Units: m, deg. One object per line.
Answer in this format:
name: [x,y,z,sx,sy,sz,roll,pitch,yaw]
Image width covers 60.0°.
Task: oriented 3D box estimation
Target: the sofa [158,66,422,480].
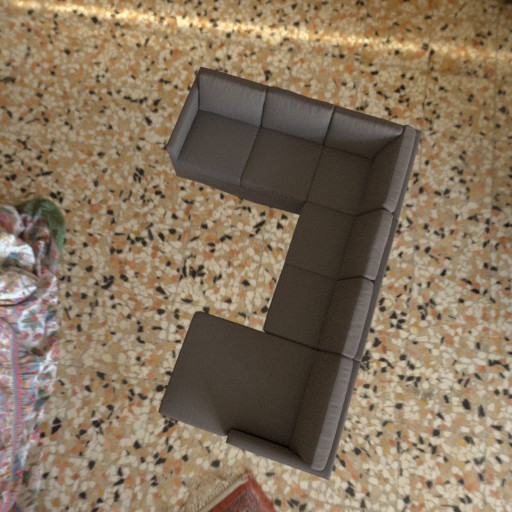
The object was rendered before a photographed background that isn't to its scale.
sofa: [0.000,0.000,4.425,2.427,0.882,3.460,18,76,5]
